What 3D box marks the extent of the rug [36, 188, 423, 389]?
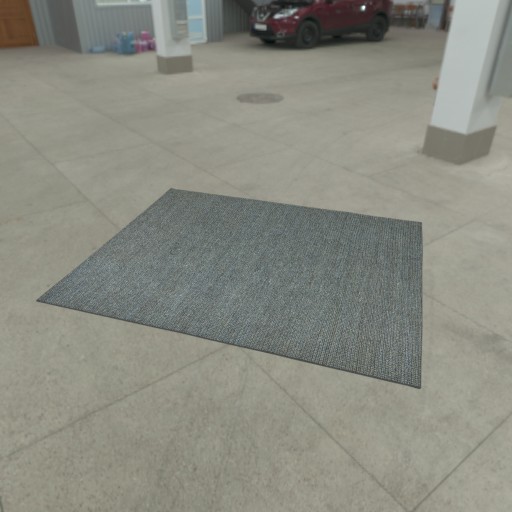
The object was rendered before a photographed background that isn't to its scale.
[{"bbox_3d":[0.000,0.000,4.279,3.068,0.021,2.456,10,33,15],"label":"rug"}]
